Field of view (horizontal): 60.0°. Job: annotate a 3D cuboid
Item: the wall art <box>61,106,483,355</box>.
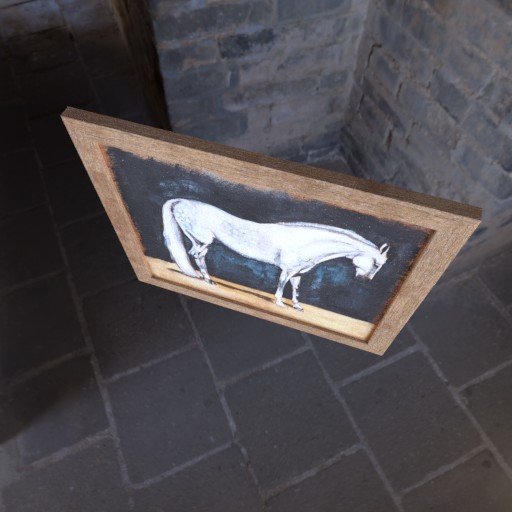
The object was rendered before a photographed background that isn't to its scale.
[{"bbox_3d":[0.000,0.000,0.949,0.690,0.588,0.026,16,60,10],"label":"wall art"}]
